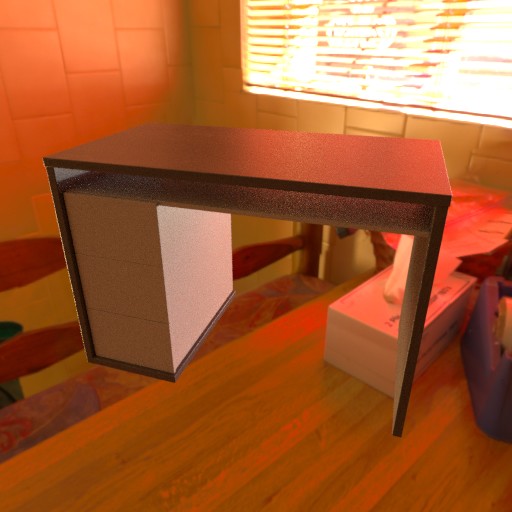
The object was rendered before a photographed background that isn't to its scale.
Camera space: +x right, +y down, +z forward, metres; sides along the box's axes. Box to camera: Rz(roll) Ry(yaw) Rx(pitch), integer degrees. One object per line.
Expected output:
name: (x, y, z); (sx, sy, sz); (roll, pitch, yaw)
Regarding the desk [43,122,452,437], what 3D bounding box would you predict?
desk: (0.000, 0.000, 1.546); (1.100, 0.750, 0.600); (8, 28, 16)
